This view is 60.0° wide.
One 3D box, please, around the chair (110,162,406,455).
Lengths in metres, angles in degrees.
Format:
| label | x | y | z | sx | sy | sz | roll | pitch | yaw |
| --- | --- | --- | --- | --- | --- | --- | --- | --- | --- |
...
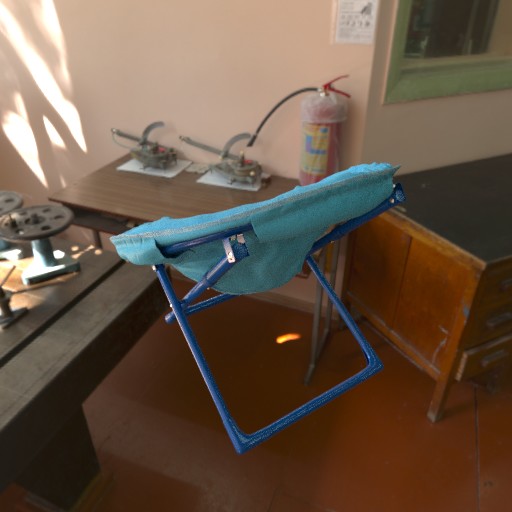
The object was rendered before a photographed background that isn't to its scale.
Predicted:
| label | x | y | z | sx | sy | sz | roll | pitch | yaw |
| --- | --- | --- | --- | --- | --- | --- | --- | --- | --- |
| chair | 0.000 | 0.000 | 0.880 | 0.520 | 0.478 | 0.465 | -20 | 37 | -28 |
